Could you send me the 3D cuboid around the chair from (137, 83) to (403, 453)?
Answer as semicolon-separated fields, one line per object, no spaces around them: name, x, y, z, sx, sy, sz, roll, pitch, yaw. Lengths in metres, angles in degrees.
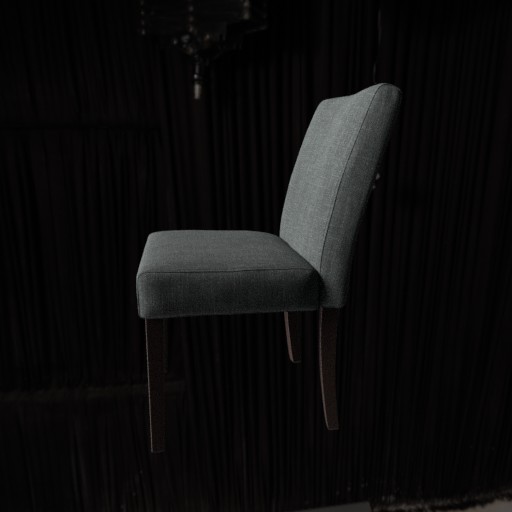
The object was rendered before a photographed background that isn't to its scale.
chair;0.000;0.000;1.258;0.629;0.884;0.487;-2;14;-10
